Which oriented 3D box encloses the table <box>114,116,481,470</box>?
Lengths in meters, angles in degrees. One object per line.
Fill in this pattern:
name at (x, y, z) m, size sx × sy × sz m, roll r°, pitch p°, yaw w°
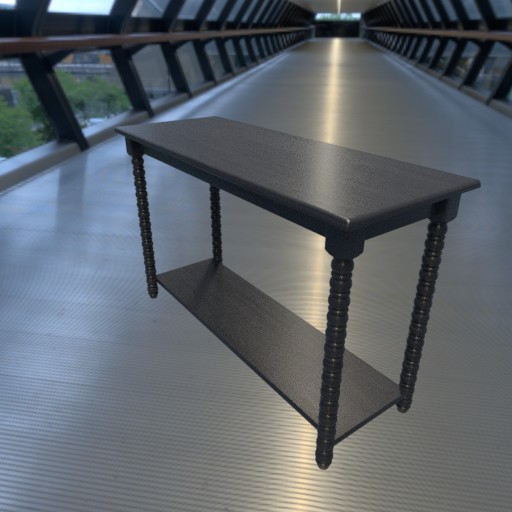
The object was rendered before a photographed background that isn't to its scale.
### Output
table at (0.000, 0.000, 1.506) m, size 0.459 × 0.735 × 1.184 m, roll -18°, pitch 31°, yaw -32°
